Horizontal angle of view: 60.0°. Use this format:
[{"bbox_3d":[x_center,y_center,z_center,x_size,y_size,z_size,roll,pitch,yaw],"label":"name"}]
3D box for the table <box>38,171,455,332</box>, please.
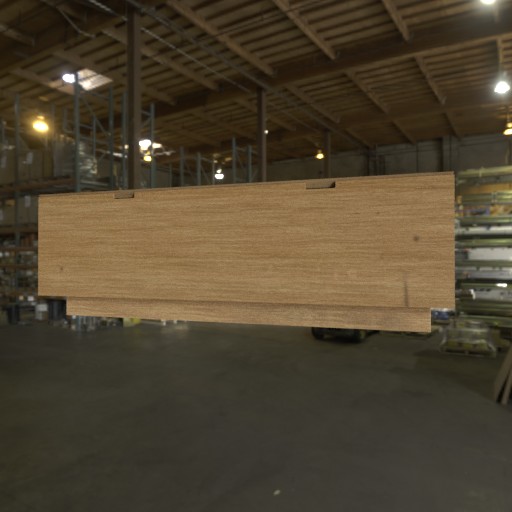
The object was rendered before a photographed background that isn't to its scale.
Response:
[{"bbox_3d":[0.000,0.000,1.436,1.110,0.353,0.678,0,0,18],"label":"table"}]
